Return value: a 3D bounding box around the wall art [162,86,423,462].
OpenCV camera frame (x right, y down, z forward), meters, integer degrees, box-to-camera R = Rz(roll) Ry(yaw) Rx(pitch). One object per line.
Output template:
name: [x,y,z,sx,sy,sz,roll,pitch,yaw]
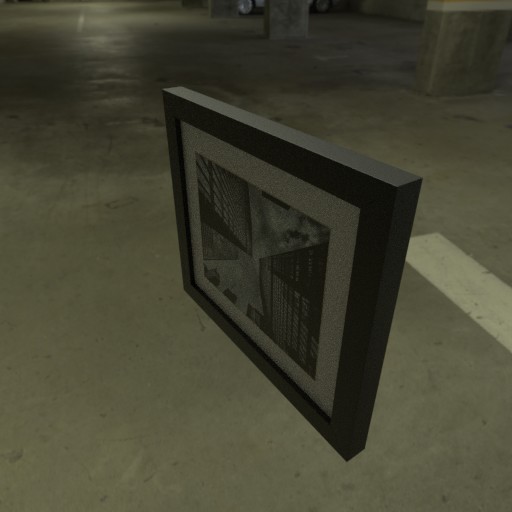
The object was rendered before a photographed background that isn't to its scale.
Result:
wall art: [0.000,0.000,0.531,0.028,0.321,0.381,-21,38,-29]
